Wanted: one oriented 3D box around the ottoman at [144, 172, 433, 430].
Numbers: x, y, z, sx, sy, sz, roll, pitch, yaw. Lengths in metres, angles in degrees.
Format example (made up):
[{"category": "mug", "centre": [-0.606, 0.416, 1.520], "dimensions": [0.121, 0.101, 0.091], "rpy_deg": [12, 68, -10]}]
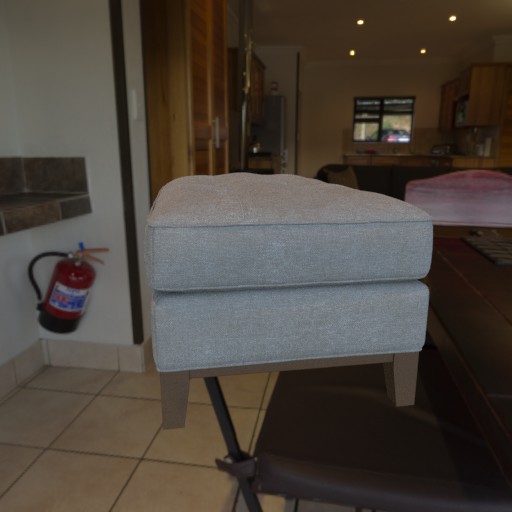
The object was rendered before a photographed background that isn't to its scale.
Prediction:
[{"category": "ottoman", "centre": [0.000, 0.000, 1.488], "dimensions": [0.648, 0.514, 1.143], "rpy_deg": [-2, 14, -9]}]
